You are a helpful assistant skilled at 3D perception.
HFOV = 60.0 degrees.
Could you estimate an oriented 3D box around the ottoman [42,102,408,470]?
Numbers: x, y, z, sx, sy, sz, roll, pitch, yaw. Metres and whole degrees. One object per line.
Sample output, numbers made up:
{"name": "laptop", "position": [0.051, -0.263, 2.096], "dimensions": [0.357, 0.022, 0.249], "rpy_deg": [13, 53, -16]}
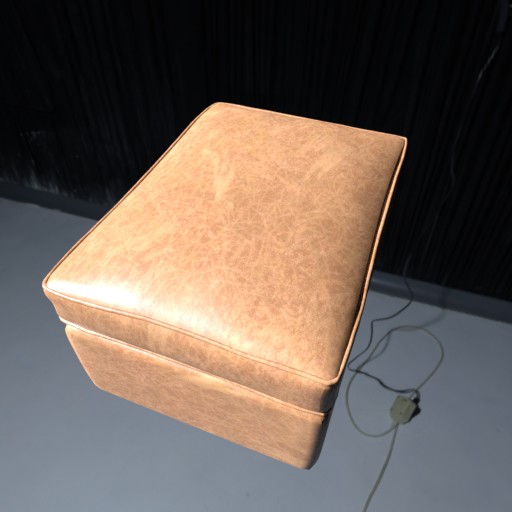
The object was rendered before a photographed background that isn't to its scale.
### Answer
{"name": "ottoman", "position": [0.000, 0.000, 1.076], "dimensions": [0.554, 0.468, 0.756], "rpy_deg": [16, 48, 15]}
